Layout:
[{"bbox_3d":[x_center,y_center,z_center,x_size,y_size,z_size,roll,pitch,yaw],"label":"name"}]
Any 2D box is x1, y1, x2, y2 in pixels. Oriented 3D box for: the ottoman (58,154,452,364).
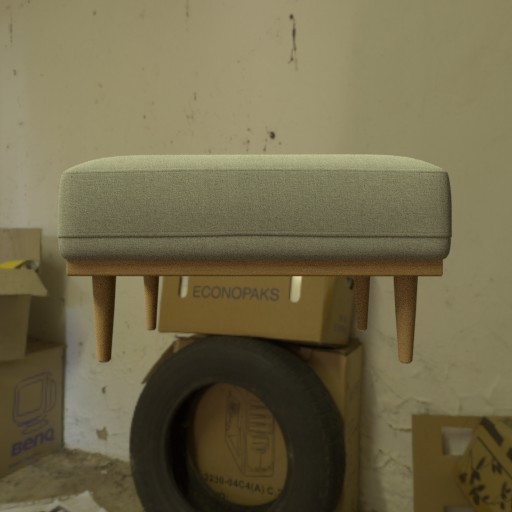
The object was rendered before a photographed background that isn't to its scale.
[{"bbox_3d":[0.000,0.000,1.081,0.749,0.428,0.549,0,0,1],"label":"ottoman"}]
